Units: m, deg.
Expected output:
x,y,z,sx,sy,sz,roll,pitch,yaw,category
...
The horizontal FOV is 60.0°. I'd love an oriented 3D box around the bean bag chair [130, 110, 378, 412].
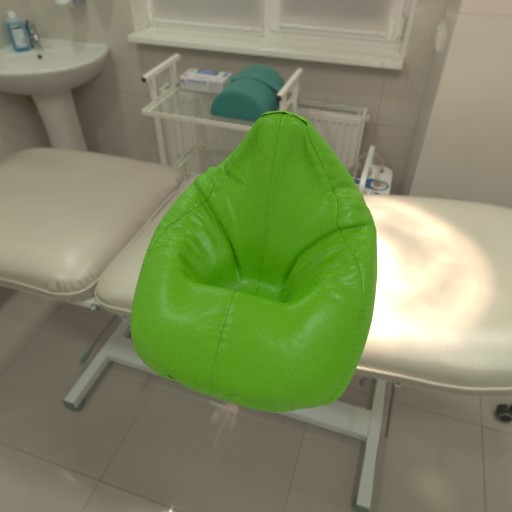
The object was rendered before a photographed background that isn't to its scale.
x,y,z,sx,sy,sz,roll,pitch,yaw,category
0.000,0.000,1.919,1.070,0.990,1.070,12,43,14,bean bag chair
